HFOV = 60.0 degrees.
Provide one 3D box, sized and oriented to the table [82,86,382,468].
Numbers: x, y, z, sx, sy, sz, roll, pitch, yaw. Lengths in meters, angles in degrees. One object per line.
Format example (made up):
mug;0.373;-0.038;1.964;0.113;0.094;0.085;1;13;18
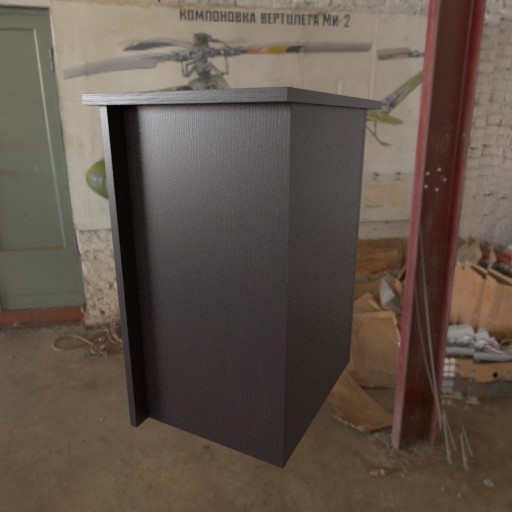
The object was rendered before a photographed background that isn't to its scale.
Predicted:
table;0.000;0.000;1.060;0.408;0.711;0.589;9;19;26
